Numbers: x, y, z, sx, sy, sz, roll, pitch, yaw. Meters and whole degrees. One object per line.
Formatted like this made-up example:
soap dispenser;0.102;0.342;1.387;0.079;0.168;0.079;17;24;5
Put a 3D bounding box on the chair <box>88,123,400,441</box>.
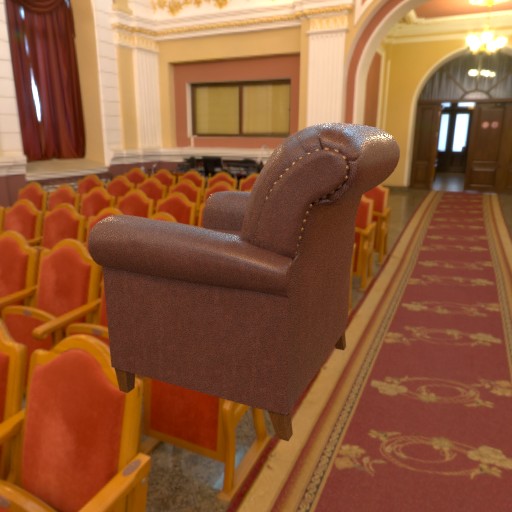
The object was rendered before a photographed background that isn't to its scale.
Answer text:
chair;0.000;0.000;1.630;0.890;0.927;0.854;7;17;25
